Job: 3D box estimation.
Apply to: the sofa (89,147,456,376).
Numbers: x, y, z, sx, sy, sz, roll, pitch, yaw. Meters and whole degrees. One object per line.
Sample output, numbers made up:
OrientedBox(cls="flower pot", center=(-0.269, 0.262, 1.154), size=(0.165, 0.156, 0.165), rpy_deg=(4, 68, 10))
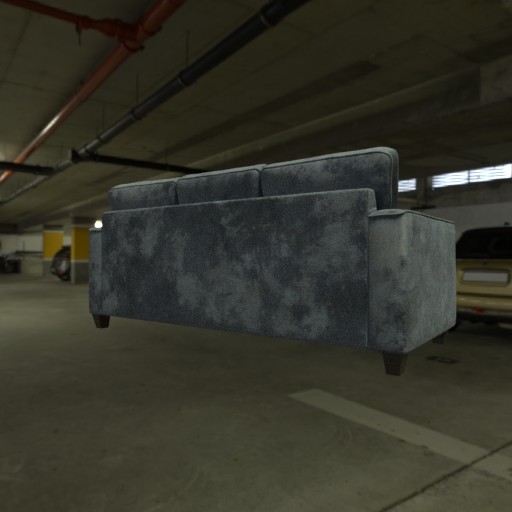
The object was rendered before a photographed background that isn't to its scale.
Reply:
OrientedBox(cls="sofa", center=(0.000, 0.000, 2.719), size=(2.133, 0.965, 0.939), rpy_deg=(0, 0, 36))
